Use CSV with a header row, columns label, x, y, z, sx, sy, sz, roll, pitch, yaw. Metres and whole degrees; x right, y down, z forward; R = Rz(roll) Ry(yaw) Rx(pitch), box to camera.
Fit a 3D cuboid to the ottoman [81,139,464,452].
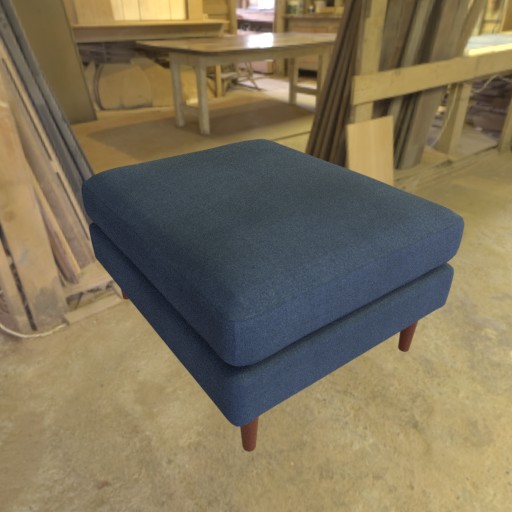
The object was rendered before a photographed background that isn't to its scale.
label,x,y,z,sx,sy,sz,roll,pitch,yaw
ottoman,0.000,0.000,1.262,0.693,0.474,0.821,-20,36,-30
